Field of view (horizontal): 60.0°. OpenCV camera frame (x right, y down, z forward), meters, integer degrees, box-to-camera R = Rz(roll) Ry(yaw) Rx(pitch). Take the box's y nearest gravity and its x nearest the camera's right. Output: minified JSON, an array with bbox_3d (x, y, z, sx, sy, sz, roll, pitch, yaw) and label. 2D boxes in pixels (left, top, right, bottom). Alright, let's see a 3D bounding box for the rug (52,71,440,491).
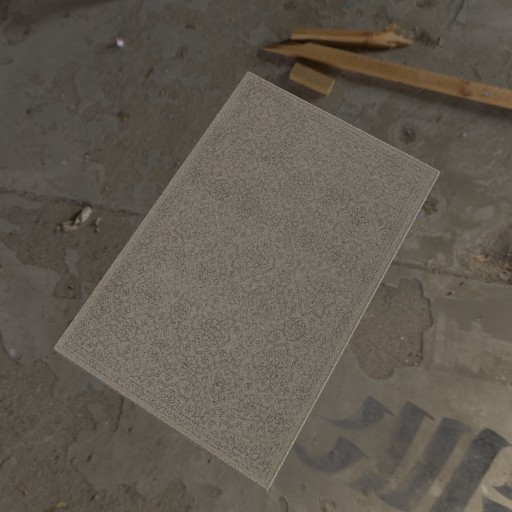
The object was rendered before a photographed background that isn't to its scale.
[{"bbox_3d":[0.000,0.000,2.273,1.219,0.010,1.829,30,78,7],"label":"rug"}]
